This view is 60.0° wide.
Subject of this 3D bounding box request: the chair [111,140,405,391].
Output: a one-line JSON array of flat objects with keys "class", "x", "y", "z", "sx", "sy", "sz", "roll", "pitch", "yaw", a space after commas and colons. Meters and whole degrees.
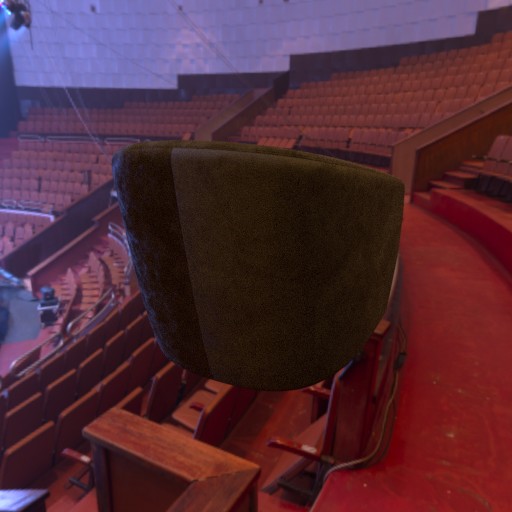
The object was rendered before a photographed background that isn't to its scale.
[{"class": "chair", "x": 0.000, "y": 0.000, "z": 1.371, "sx": 0.773, "sy": 0.698, "sz": 0.767, "roll": 8, "pitch": 17, "yaw": 28}]
